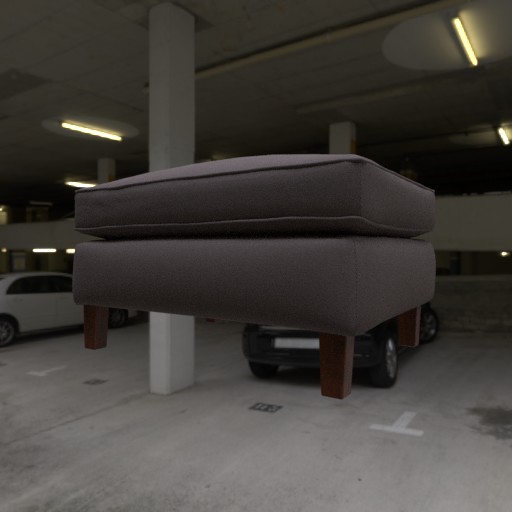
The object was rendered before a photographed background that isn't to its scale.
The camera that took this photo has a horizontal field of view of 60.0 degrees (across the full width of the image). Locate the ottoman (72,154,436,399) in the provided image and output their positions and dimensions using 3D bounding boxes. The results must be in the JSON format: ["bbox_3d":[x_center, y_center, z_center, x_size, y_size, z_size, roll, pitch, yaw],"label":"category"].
[{"bbox_3d":[0.000,0.000,0.987,0.686,0.406,0.508,1,1,34],"label":"ottoman"}]
